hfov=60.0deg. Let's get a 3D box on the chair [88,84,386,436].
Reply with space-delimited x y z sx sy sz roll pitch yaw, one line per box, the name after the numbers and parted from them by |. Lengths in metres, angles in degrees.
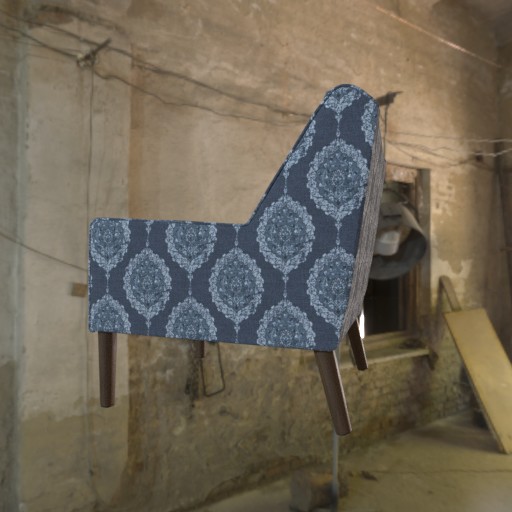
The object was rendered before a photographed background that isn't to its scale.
0.000 0.000 1.343 0.743 0.792 0.663 0 0 18 | chair
